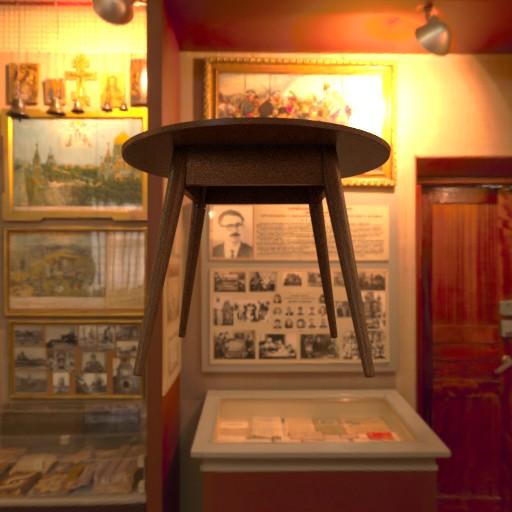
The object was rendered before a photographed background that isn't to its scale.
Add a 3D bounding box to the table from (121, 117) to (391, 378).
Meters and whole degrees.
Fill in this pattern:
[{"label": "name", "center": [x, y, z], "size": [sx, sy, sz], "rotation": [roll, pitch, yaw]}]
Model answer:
[{"label": "table", "center": [0.000, 0.000, 1.798], "size": [1.053, 0.786, 1.053], "rotation": [0, -1, 0]}]
